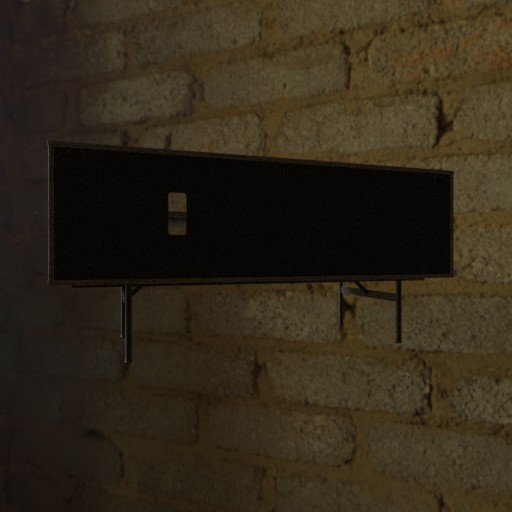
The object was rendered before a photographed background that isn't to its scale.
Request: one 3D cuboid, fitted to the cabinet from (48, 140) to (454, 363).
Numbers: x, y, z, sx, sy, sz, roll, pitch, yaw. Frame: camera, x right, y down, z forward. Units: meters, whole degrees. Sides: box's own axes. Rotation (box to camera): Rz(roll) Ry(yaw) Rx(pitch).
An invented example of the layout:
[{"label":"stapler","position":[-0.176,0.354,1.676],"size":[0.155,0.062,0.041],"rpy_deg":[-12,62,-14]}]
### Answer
[{"label":"cabinet","position":[0.000,0.000,1.587],"size":[1.300,0.599,0.500],"rpy_deg":[0,0,-19]}]
